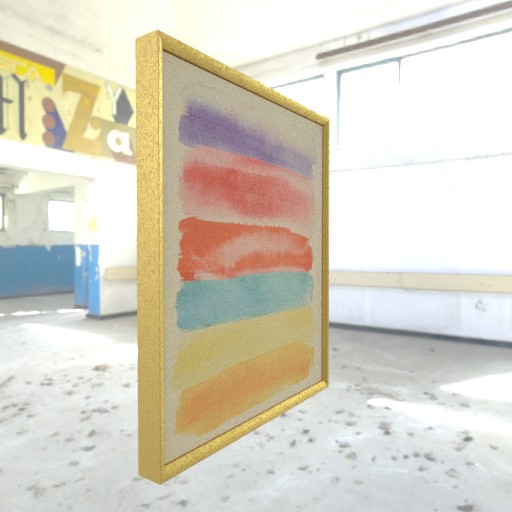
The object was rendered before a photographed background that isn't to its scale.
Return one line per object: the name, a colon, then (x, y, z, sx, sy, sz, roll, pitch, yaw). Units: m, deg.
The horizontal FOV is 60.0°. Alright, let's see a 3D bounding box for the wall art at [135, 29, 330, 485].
wall art: (0.000, 0.000, 0.855, 0.048, 0.642, 0.537, 1, 2, 36)
